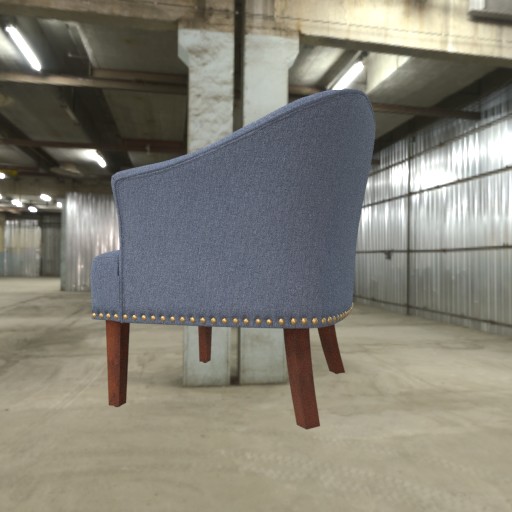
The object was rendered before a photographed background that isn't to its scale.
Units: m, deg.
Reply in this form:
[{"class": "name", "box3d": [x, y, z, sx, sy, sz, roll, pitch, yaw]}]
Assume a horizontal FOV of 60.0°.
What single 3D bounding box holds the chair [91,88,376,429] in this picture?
[{"class": "chair", "box3d": [0.000, 0.000, 1.357, 0.704, 0.815, 0.772, 0, -1, 18]}]
